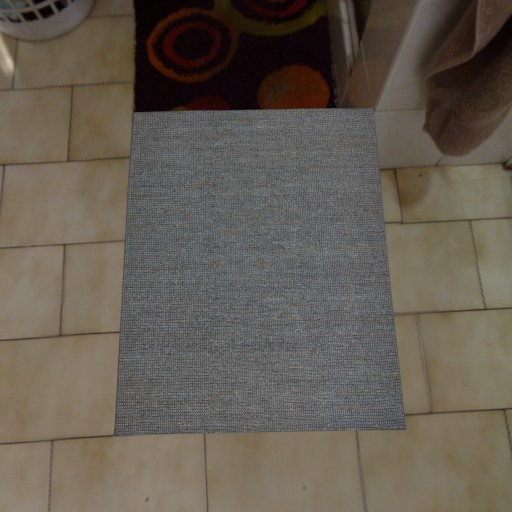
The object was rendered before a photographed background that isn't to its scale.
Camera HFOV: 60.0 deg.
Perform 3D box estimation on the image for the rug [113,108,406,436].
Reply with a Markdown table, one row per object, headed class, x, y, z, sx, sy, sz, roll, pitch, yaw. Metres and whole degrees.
| class | x | y | z | sx | sy | sz | roll | pitch | yaw |
| --- | --- | --- | --- | --- | --- | --- | --- | --- | --- |
| rug | 0.000 | 0.000 | 4.094 | 2.456 | 0.021 | 3.068 | -1 | 75 | 0 |
